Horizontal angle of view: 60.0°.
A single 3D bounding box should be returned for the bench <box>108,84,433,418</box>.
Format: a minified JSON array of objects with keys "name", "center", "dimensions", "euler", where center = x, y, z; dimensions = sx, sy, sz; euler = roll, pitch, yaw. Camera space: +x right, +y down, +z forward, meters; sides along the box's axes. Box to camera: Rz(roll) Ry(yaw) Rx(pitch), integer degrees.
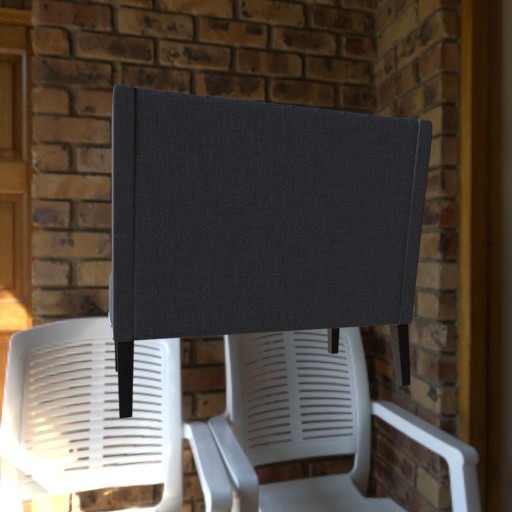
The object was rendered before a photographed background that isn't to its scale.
[{"name":"bench","center":[0.000,0.000,2.022],"dimensions":[1.276,1.121,0.842],"euler":[0,0,-19]}]
